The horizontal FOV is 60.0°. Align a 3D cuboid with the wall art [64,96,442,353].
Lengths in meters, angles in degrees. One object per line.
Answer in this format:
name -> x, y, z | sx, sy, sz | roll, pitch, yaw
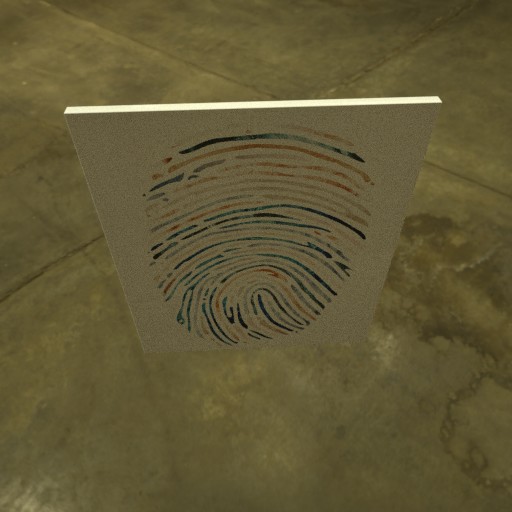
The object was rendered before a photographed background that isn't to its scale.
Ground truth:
wall art -> 0.000, 0.000, 0.975 | 0.609, 0.710, 0.021 | -2, 46, -2
